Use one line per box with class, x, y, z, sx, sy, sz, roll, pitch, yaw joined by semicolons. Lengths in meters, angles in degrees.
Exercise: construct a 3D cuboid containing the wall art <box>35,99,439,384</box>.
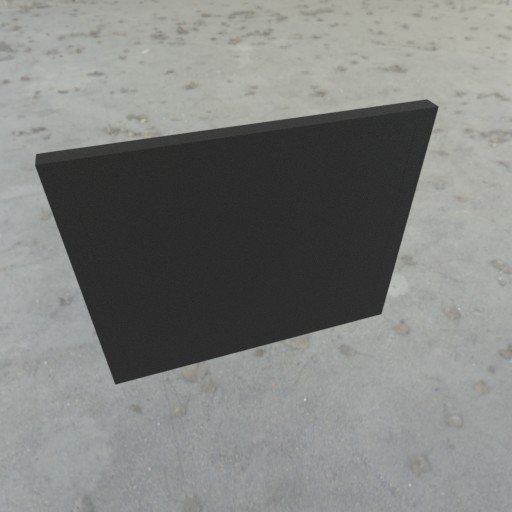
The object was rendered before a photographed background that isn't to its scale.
wall art;0.000;0.000;0.747;0.558;0.457;0.029;-12;42;-14
